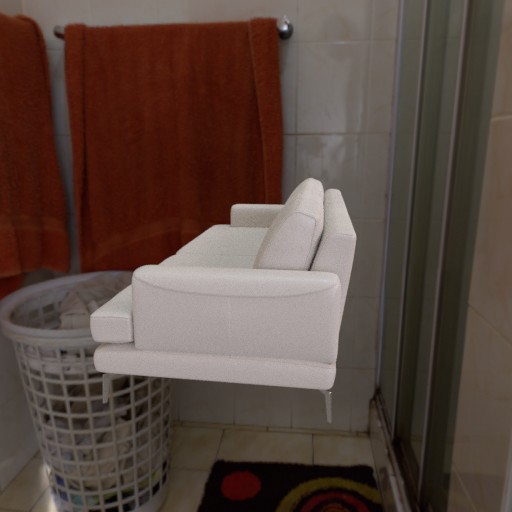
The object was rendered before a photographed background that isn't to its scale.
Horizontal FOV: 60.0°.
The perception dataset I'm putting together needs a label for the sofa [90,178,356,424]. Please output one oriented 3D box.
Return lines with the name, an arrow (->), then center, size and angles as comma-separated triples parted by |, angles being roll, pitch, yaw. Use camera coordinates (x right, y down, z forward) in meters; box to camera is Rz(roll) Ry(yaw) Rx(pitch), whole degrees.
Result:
sofa -> 0.000, 0.000, 2.479 | 0.974, 0.765, 1.940 | 2, 14, 8
